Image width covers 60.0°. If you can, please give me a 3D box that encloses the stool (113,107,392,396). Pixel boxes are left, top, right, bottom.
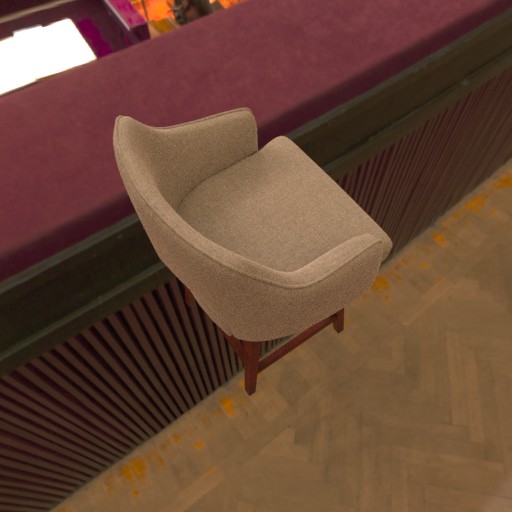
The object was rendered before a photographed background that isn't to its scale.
[{"bbox_3d":[0.000,0.000,1.306,0.558,0.944,0.599,-31,63,-17],"label":"stool"}]
